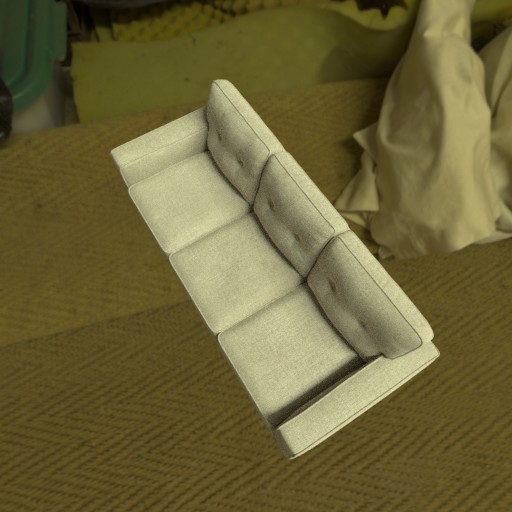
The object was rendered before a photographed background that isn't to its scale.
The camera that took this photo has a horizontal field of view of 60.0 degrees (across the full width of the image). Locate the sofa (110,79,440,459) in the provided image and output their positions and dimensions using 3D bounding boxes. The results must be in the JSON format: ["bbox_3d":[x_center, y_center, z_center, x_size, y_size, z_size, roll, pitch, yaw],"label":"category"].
[{"bbox_3d":[0.000,0.000,2.706,0.939,0.965,2.133,-30,68,-13],"label":"sofa"}]
